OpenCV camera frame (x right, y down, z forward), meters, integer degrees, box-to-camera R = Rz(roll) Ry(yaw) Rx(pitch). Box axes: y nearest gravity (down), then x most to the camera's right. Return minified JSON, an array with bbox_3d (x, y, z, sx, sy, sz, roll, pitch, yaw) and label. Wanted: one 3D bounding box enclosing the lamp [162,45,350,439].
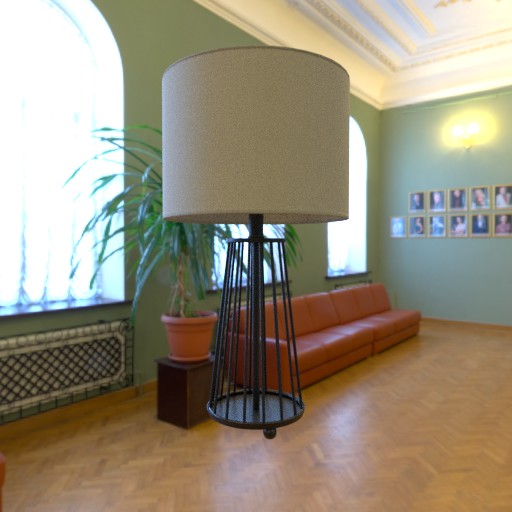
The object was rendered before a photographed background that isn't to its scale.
[{"bbox_3d":[0.000,0.000,0.782,0.322,0.593,0.322,1,2,36],"label":"lamp"}]
